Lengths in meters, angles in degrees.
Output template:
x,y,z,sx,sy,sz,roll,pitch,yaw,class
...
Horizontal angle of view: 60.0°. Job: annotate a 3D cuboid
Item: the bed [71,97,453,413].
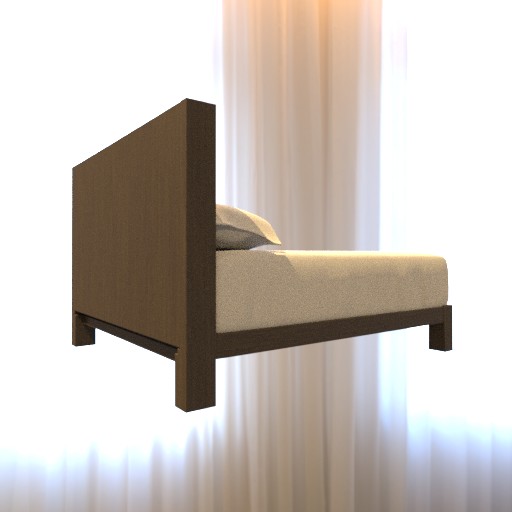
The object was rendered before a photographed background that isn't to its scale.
x,y,z,sx,sy,sz,roll,pitch,yaw,class
0.000,0.000,3.059,1.992,1.261,1.735,0,0,-37,bed
